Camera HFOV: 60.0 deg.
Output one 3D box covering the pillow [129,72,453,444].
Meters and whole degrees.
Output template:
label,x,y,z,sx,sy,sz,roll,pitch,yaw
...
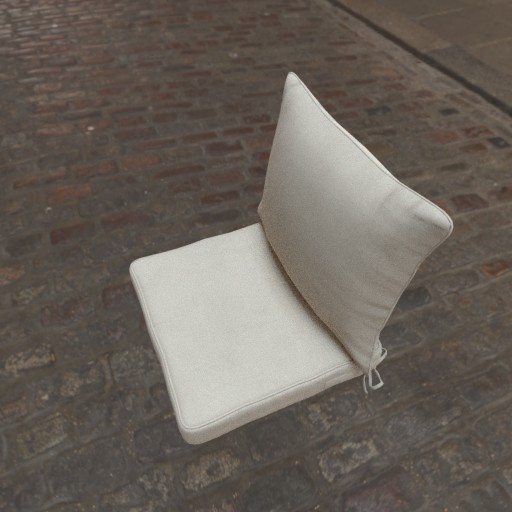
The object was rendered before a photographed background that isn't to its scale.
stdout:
label,x,y,z,sx,sy,sz,roll,pitch,yaw
pillow,0.000,0.000,1.333,0.733,0.716,0.798,-18,50,-16
